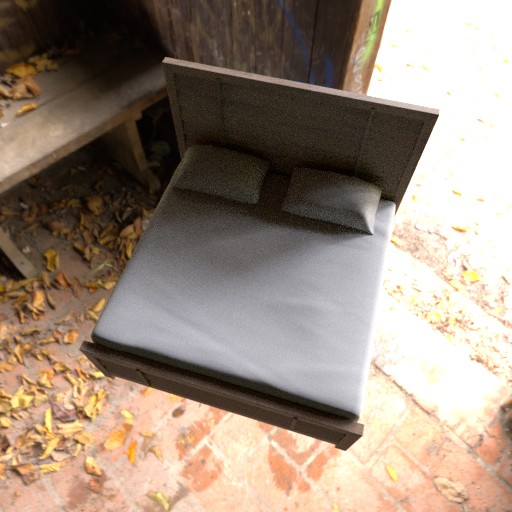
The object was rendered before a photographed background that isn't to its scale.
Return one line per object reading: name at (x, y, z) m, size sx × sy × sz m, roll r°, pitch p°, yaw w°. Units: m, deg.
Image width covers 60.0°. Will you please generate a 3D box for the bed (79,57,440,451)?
bed at (0.000, 0.000, 3.364) m, size 2.032 × 1.626 × 2.032 m, roll 14°, pitch 59°, yaw 9°
